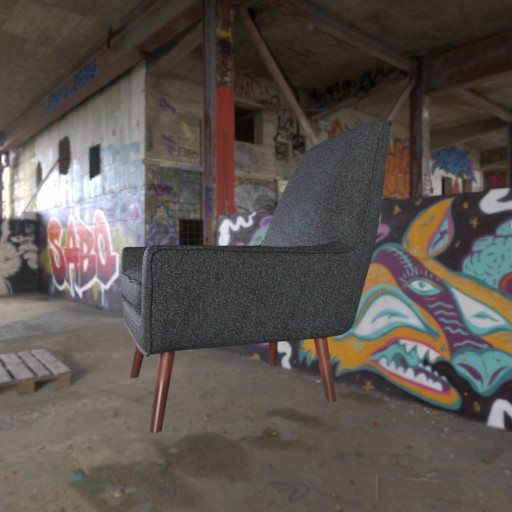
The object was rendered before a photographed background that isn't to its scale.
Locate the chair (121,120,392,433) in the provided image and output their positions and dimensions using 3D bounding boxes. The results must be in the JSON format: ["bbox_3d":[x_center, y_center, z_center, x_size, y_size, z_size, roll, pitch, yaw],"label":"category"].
[{"bbox_3d":[0.000,0.000,1.501,0.859,0.883,0.763,0,1,-21],"label":"chair"}]
